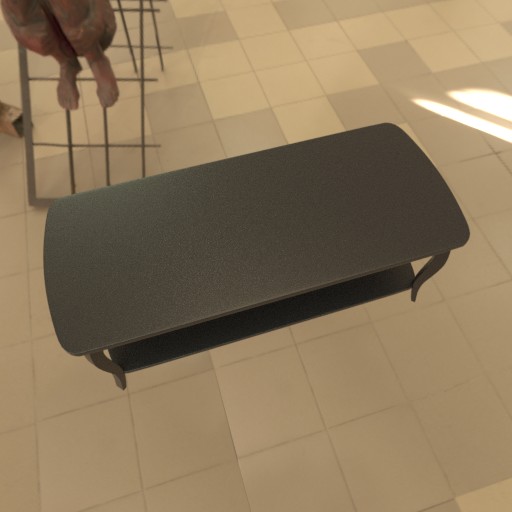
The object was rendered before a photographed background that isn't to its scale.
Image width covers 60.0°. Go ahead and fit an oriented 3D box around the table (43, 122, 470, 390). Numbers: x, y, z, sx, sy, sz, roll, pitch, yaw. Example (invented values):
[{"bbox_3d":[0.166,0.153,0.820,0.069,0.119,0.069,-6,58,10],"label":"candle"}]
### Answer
[{"bbox_3d":[0.000,0.000,1.624,1.333,0.457,0.571,-15,60,-9],"label":"table"}]
